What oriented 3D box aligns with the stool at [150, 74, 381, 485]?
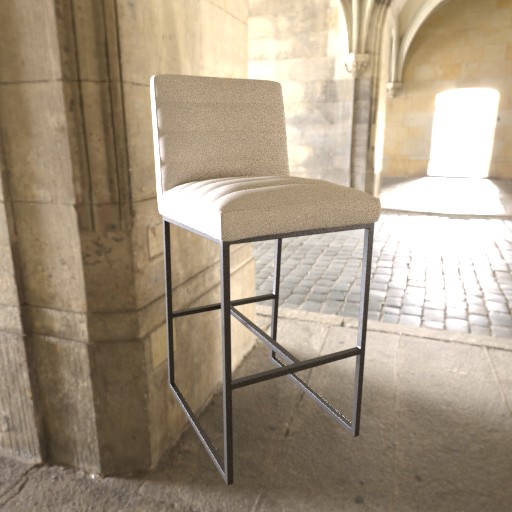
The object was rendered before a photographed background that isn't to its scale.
[{"bbox_3d":[0.000,0.000,1.340,0.464,1.061,0.573,-8,17,-26],"label":"stool"}]
